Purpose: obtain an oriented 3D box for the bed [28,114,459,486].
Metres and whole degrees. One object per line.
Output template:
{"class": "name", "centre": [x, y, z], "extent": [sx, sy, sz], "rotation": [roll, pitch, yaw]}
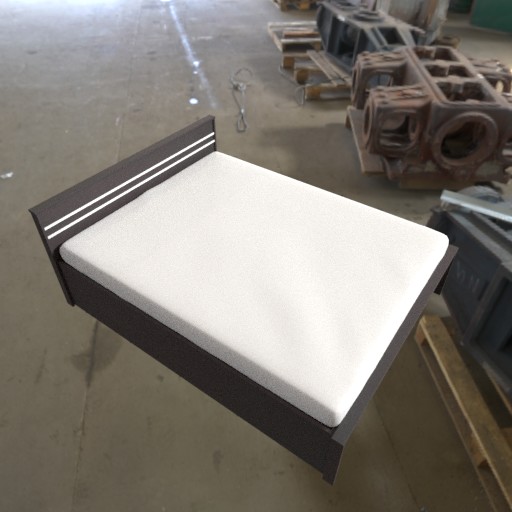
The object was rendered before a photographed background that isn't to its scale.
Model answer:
{"class": "bed", "centre": [0.000, 0.000, 2.890], "extent": [2.103, 0.808, 1.634], "rotation": [25, 47, 26]}
